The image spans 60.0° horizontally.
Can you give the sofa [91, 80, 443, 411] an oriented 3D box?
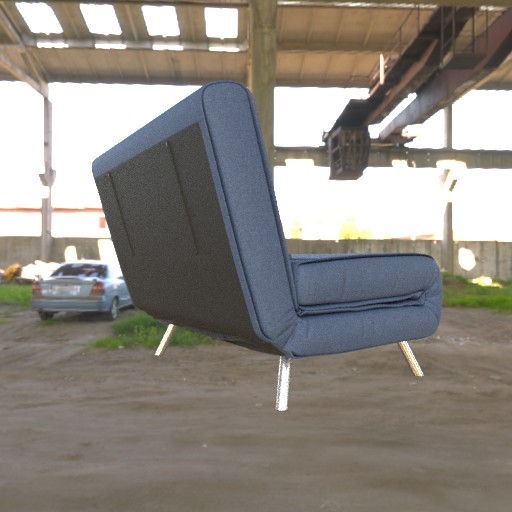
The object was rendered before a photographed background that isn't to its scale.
[{"bbox_3d":[0.000,0.000,1.714,0.996,0.860,0.999,0,-1,-35],"label":"sofa"}]
